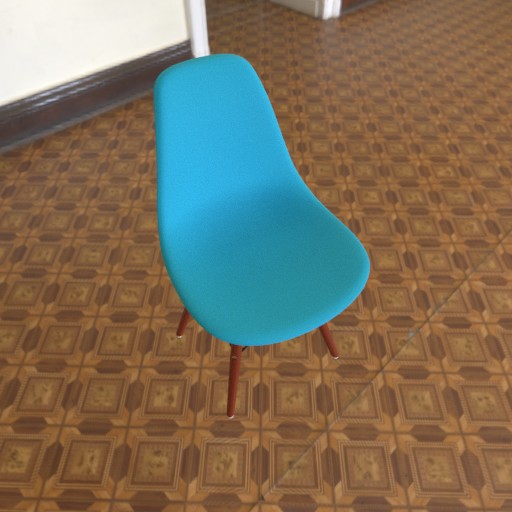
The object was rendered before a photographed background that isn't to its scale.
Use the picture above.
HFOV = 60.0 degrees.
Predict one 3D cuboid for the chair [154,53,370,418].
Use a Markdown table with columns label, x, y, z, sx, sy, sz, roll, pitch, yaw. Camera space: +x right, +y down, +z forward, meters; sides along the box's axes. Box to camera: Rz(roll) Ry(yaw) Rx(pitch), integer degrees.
| label | x | y | z | sx | sy | sz | roll | pitch | yaw |
| --- | --- | --- | --- | --- | --- | --- | --- | --- | --- |
| chair | 0.000 | 0.000 | 1.149 | 0.470 | 0.826 | 0.533 | -24 | 52 | -20 |
